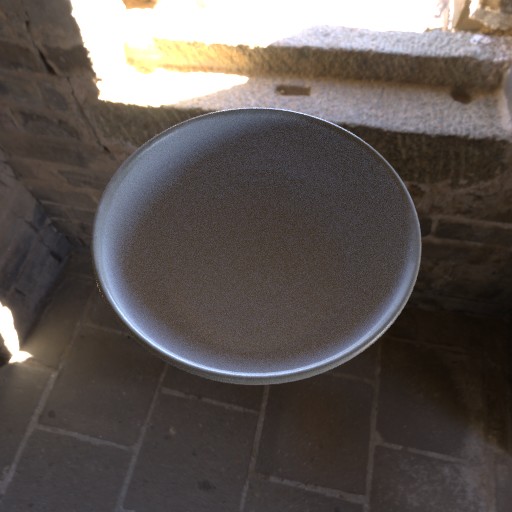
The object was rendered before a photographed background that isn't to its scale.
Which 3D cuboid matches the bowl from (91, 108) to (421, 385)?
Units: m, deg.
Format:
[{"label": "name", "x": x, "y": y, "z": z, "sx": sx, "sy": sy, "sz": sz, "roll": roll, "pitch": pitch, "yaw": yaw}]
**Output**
[{"label": "bowl", "x": 0.000, "y": 0.000, "z": 0.415, "sx": 0.268, "sy": 0.121, "sz": 0.268, "roll": 0, "pitch": 59, "yaw": 0}]
